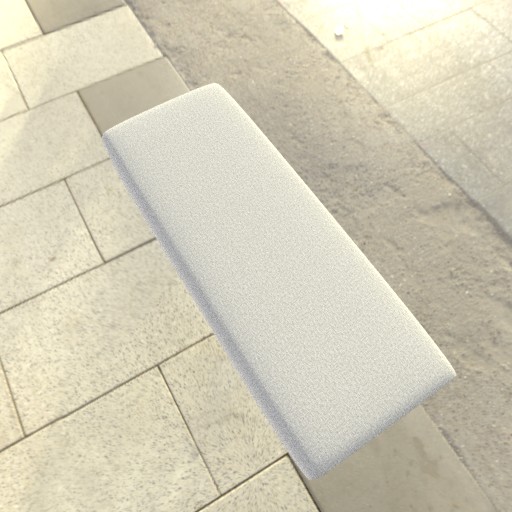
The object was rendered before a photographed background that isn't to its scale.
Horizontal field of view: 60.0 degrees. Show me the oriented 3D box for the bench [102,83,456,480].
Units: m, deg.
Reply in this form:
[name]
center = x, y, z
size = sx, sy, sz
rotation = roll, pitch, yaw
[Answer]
[bench]
center = 0.000, 0.000, 1.834
size = 0.631, 0.383, 1.598
rotation = -30, 67, -14
